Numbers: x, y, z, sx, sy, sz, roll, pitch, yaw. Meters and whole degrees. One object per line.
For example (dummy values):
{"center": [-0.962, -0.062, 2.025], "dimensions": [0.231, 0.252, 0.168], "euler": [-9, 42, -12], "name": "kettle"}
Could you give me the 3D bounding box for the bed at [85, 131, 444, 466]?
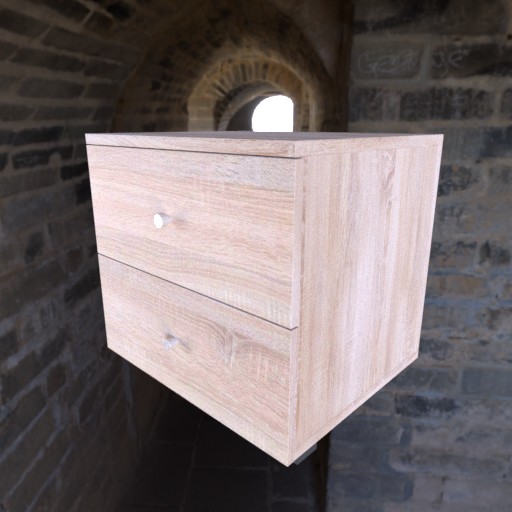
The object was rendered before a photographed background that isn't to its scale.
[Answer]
{"center": [0.000, 0.000, 0.792], "dimensions": [0.460, 0.420, 0.401], "euler": [15, 22, 41], "name": "bed"}
